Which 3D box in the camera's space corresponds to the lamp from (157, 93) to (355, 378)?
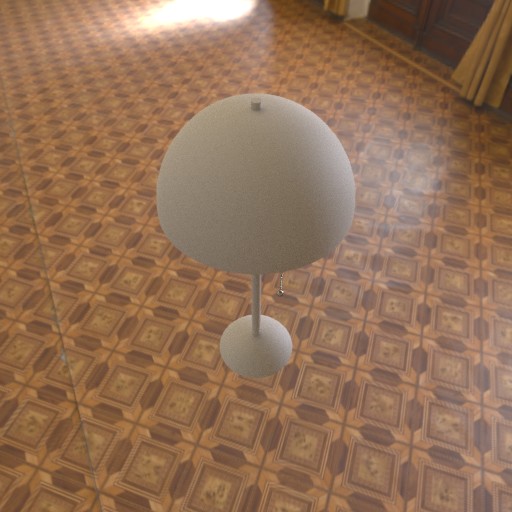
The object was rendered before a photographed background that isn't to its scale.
[{"bbox_3d":[0.000,0.000,0.441,0.171,0.330,0.171,0,47,0],"label":"lamp"}]
